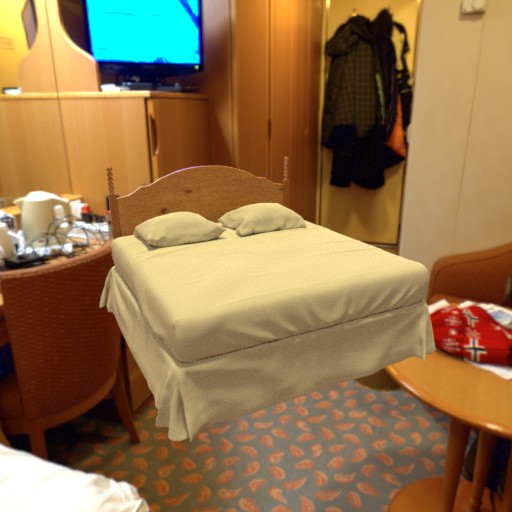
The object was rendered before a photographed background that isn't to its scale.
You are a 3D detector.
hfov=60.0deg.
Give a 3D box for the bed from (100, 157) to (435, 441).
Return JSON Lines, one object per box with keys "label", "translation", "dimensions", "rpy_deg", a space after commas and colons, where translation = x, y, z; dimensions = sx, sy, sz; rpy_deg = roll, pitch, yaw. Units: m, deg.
{"label": "bed", "translation": [0.000, 0.000, 3.705], "dimensions": [2.322, 1.355, 2.219], "rpy_deg": [-9, 20, -26]}
